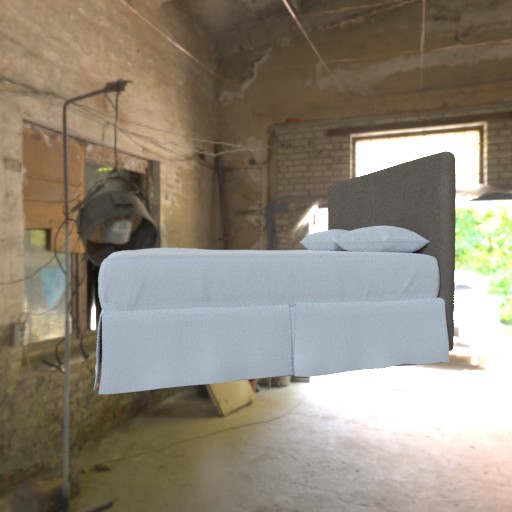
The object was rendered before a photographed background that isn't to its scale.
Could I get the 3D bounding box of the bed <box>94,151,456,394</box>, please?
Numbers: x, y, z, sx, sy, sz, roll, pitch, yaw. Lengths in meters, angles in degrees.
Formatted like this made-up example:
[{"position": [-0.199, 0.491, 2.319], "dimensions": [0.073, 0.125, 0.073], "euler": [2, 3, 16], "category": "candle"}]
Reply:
[{"position": [0.000, 0.000, 3.203], "dimensions": [2.142, 1.330, 1.723], "euler": [0, 1, -16], "category": "bed"}]
